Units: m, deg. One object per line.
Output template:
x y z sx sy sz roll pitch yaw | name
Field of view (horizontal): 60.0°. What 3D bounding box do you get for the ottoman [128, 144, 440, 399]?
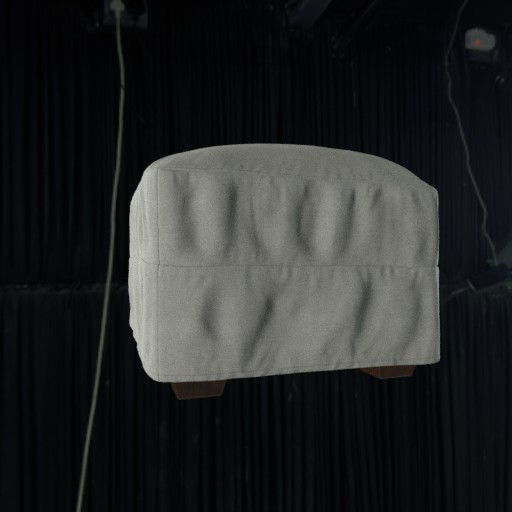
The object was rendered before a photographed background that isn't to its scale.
0.000 0.000 1.087 0.584 0.480 0.712 0 0 -18 | ottoman
